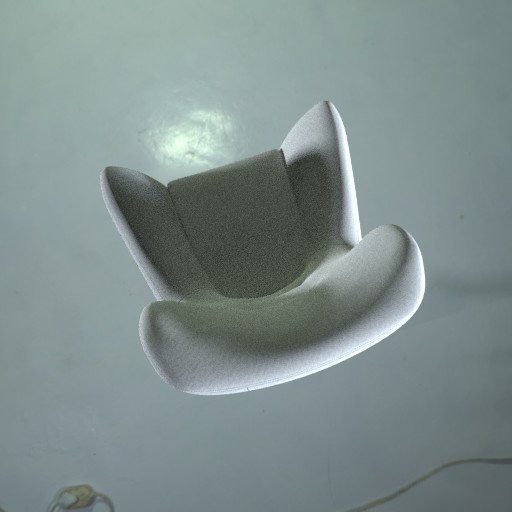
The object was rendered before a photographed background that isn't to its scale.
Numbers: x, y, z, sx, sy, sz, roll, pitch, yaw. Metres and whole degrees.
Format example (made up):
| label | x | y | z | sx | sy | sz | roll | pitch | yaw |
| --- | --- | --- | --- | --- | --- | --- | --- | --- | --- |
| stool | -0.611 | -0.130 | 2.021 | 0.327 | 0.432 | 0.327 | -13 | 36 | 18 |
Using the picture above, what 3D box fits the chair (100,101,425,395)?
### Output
| label | x | y | z | sx | sy | sz | roll | pitch | yaw |
| --- | --- | --- | --- | --- | --- | --- | --- | --- | --- |
| chair | 0.000 | 0.000 | 1.634 | 0.890 | 0.889 | 0.889 | -18 | 76 | -5 |
